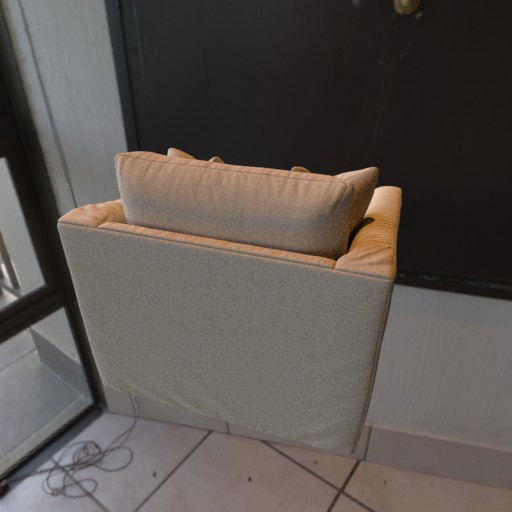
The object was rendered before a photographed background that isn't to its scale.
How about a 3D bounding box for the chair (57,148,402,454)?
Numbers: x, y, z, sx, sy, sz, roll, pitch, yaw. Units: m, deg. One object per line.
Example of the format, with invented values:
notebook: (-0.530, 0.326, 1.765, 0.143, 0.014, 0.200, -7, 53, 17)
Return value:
chair: (0.000, 0.000, 2.022, 1.194, 1.093, 1.071, 10, 34, 15)
